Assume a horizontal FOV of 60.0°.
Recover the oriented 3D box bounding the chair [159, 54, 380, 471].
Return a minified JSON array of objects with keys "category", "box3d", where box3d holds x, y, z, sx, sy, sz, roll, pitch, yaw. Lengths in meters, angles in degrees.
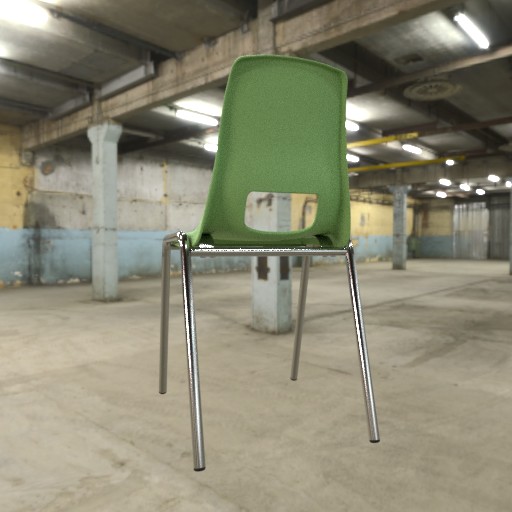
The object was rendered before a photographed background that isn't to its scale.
[{"category":"chair","box3d":[0.000,0.000,0.977,0.381,0.704,0.436,0,1,-18]}]
